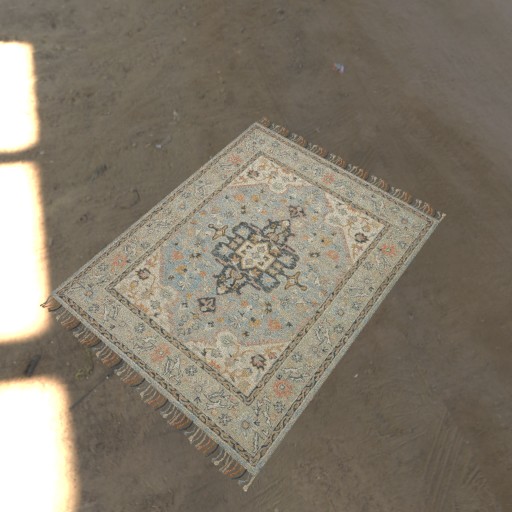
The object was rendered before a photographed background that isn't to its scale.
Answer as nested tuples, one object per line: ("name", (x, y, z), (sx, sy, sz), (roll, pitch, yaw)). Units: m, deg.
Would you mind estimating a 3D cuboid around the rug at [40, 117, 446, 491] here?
("rug", (0.000, 0.000, 2.262), (1.278, 0.009, 1.730), (34, 63, 20))
